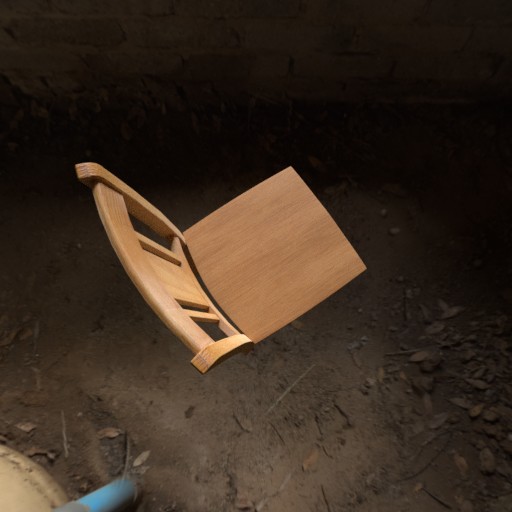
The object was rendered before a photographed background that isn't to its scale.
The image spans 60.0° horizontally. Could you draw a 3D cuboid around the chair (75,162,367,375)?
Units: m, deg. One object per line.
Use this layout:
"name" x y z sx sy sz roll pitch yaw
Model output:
"chair" 0.000 0.000 1.292 0.556 0.998 0.450 -33 78 -8
